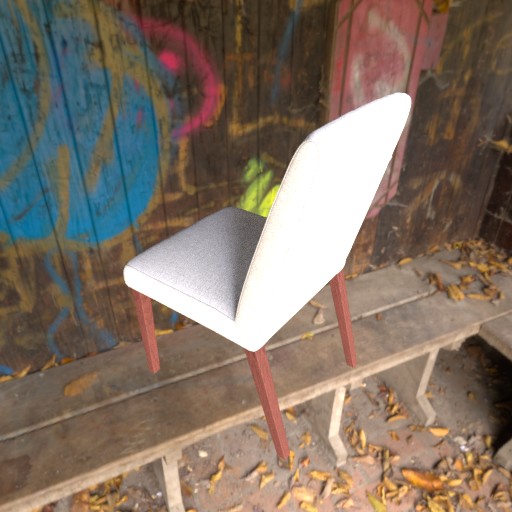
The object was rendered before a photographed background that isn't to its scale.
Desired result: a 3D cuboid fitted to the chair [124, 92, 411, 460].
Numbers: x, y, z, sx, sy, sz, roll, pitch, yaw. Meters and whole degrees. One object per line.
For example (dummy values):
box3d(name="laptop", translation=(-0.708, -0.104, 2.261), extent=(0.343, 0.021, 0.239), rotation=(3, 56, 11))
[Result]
box3d(name="chair", translation=(0.000, 0.000, 1.239), extent=(0.594, 0.900, 0.480), rotation=(22, 39, 30))
